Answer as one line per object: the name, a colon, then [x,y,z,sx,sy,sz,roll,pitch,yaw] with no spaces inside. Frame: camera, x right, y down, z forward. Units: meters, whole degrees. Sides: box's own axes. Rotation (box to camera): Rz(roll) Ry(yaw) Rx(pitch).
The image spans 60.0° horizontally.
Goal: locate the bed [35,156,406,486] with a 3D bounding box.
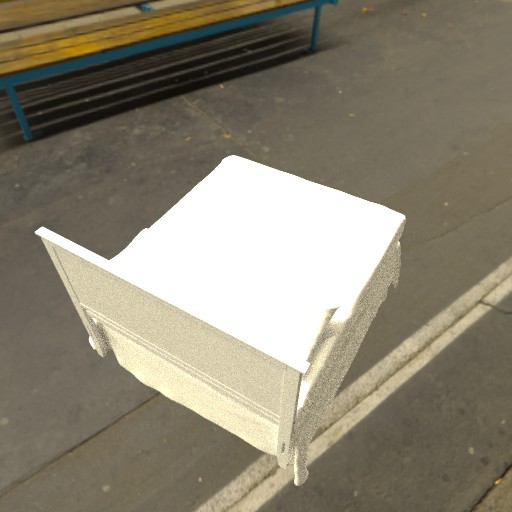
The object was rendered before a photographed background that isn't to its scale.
bed: [0.000,0.000,3.172,1.876,1.269,2.047,24,51,21]
